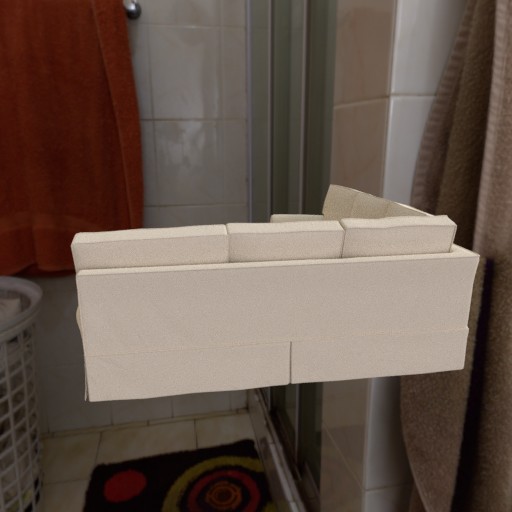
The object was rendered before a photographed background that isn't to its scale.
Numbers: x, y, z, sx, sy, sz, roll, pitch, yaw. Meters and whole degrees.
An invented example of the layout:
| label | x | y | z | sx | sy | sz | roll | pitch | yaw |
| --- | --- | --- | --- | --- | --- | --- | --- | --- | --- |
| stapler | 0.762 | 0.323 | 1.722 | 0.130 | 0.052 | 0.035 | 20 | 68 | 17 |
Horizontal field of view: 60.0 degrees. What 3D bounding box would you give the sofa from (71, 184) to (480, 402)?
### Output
| label | x | y | z | sx | sy | sz | roll | pitch | yaw |
| --- | --- | --- | --- | --- | --- | --- | --- | --- | --- |
| sofa | 0.000 | 0.000 | 4.011 | 2.597 | 1.070 | 2.591 | -2 | 16 | -9 |
